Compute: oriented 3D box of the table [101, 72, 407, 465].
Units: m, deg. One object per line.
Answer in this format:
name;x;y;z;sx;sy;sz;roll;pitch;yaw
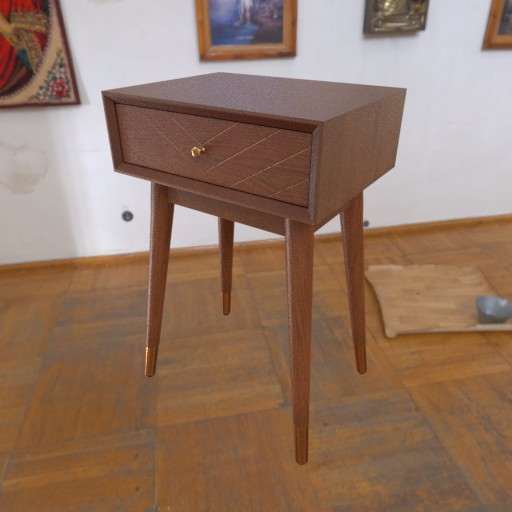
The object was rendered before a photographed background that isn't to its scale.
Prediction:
table;0.000;0.000;0.843;0.406;0.599;0.300;18;34;30
